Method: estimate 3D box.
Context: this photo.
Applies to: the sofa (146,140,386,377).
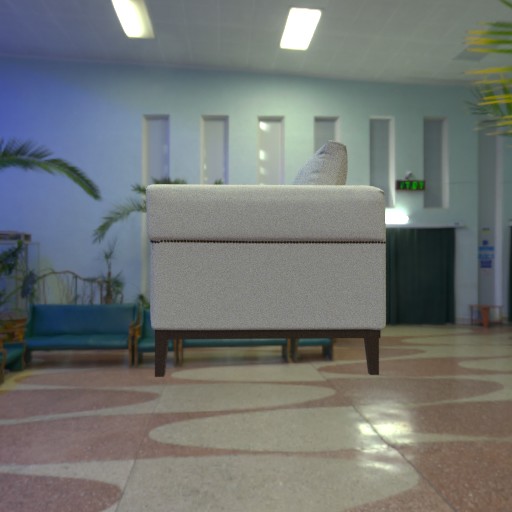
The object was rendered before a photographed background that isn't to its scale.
[{"bbox_3d":[0.000,0.000,2.711,0.902,0.911,2.198,0,-1,-2],"label":"sofa"}]
